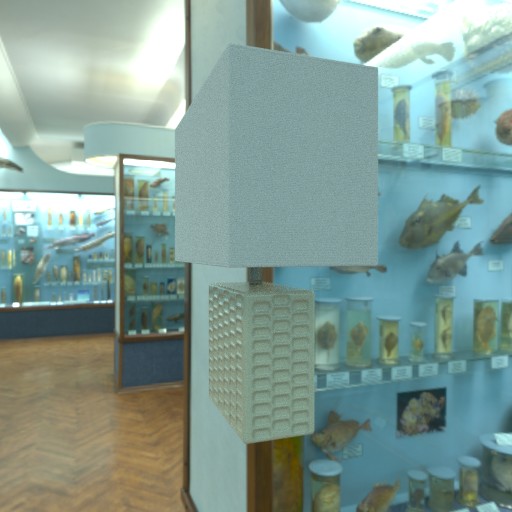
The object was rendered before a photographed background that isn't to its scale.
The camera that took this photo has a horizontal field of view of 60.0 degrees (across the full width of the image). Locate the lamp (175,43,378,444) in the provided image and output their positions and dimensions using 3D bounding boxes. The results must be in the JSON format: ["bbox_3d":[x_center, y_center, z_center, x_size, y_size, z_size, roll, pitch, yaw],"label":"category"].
[{"bbox_3d":[0.000,0.000,0.717,0.200,0.515,0.380,0,1,-20],"label":"lamp"}]
